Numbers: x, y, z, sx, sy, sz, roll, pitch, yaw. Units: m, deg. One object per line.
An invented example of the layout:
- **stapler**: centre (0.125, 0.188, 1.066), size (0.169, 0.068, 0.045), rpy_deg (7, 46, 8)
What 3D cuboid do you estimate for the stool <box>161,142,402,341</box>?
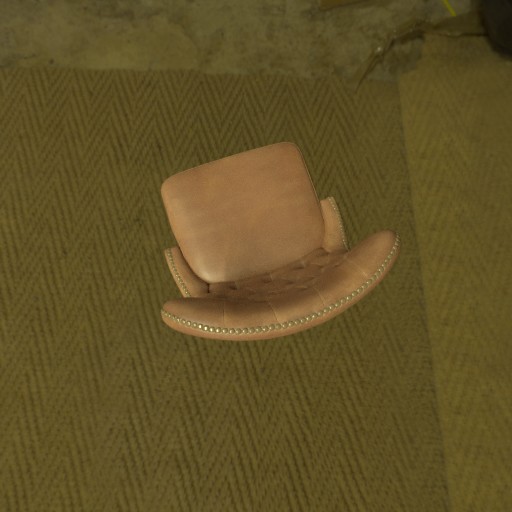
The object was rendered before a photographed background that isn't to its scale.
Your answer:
- **stool**: centre (0.000, 0.000, 1.421), size (0.528, 1.050, 0.601), rpy_deg (-18, 76, -5)
